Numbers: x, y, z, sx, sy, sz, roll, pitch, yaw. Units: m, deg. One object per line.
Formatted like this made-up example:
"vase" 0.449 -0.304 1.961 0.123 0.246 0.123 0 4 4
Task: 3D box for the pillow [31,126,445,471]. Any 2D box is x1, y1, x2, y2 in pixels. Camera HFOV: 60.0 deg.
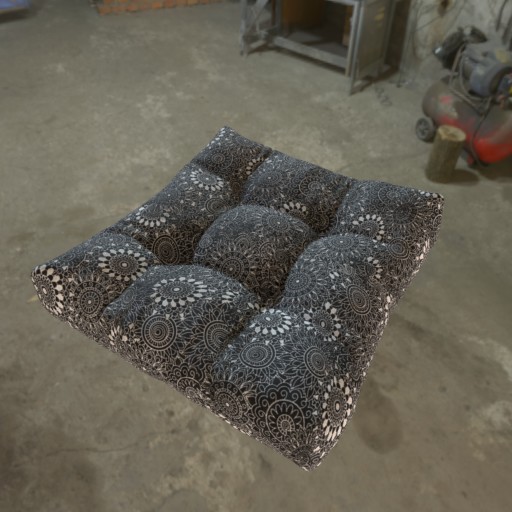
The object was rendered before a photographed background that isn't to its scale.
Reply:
"pillow" 0.000 0.000 0.704 0.468 0.128 0.490 24 50 22
